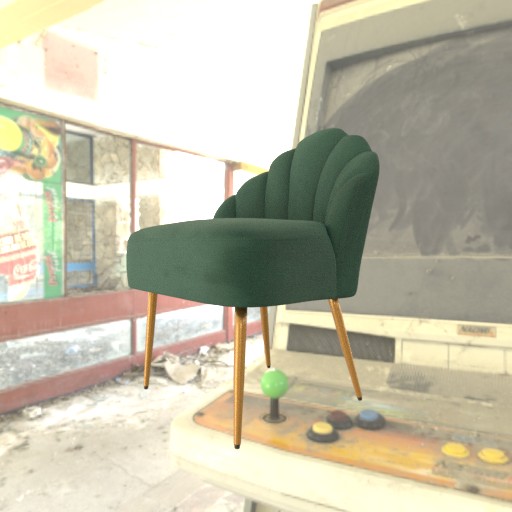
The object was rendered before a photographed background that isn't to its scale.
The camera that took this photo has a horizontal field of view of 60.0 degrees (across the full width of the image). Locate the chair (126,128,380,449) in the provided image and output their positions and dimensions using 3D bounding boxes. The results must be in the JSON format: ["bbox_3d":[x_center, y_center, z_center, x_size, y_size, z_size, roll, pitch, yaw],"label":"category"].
[{"bbox_3d":[0.000,0.000,1.291,0.599,0.819,0.657,-1,2,-37],"label":"chair"}]
